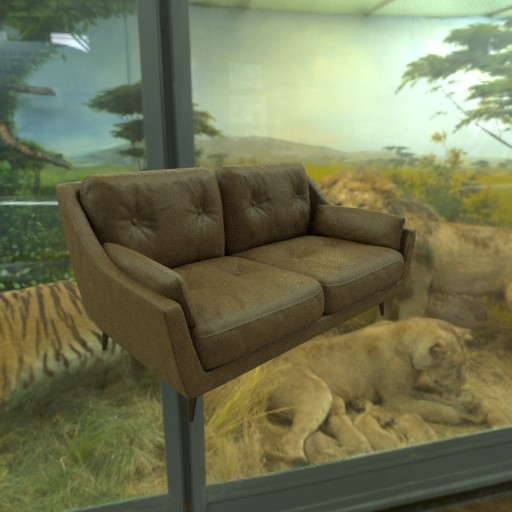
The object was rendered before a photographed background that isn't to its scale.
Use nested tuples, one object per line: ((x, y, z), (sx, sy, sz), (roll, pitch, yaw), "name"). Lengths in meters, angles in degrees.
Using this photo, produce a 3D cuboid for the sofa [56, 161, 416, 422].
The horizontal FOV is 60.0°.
((0.000, 0.000, 2.305), (0.981, 0.886, 1.731), (15, 21, 43), "sofa")
